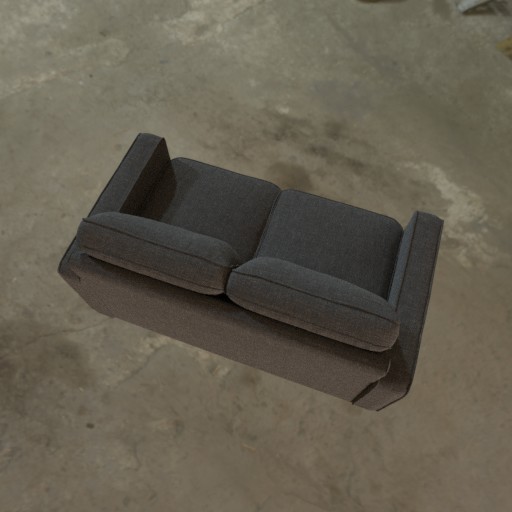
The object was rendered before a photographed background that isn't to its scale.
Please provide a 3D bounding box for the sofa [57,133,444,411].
[{"bbox_3d":[0.000,0.000,2.287,1.709,0.918,0.947,18,65,9],"label":"sofa"}]
